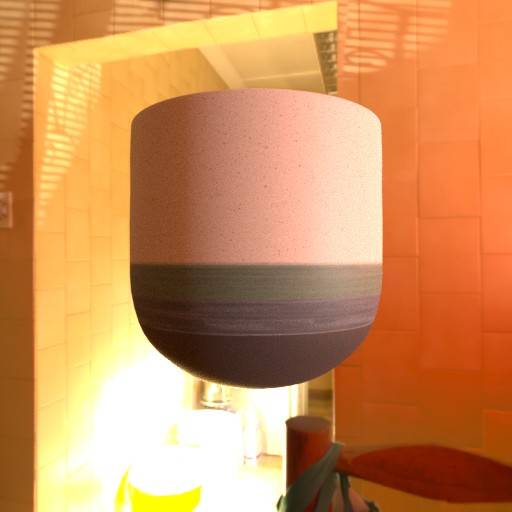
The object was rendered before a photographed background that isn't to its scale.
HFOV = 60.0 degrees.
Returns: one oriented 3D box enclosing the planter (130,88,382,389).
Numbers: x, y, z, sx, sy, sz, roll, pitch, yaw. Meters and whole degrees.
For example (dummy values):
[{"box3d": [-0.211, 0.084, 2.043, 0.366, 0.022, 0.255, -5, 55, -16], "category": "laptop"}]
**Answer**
[{"box3d": [0.000, 0.000, 0.489, 0.268, 0.270, 0.268, 0, 0, 0], "category": "planter"}]
